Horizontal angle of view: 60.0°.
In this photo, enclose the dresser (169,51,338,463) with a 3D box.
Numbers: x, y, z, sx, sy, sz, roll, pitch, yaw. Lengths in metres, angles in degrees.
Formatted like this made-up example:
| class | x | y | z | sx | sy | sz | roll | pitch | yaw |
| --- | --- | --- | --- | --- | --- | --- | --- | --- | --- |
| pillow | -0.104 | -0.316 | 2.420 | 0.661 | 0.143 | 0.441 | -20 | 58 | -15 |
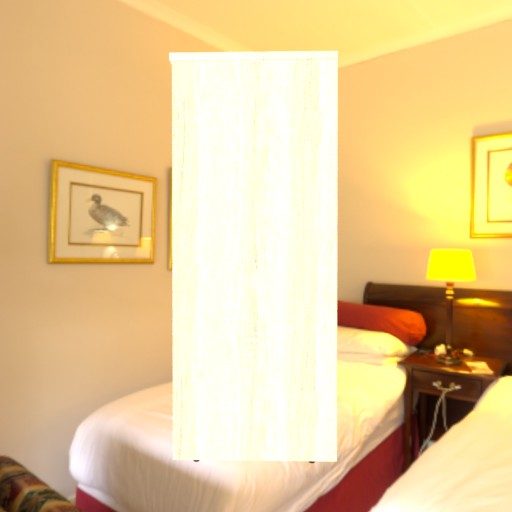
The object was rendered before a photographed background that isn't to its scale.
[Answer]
| class | x | y | z | sx | sy | sz | roll | pitch | yaw |
| --- | --- | --- | --- | --- | --- | --- | --- | --- | --- |
| dresser | 0.000 | 0.000 | 1.458 | 0.380 | 0.900 | 0.980 | 0 | 1 | 1 |
